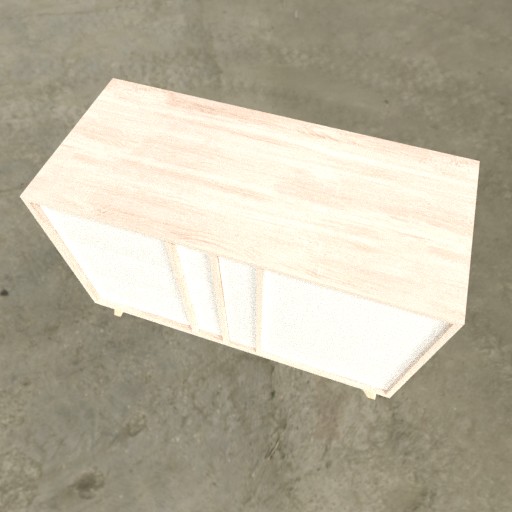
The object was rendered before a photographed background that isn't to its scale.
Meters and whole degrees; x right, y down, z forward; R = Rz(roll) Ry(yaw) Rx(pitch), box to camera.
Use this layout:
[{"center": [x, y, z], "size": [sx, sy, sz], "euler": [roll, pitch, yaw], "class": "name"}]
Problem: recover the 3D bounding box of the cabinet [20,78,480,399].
[{"center": [0.000, 0.000, 1.499], "size": [1.110, 0.780, 0.500], "euler": [16, 60, 10], "class": "cabinet"}]
